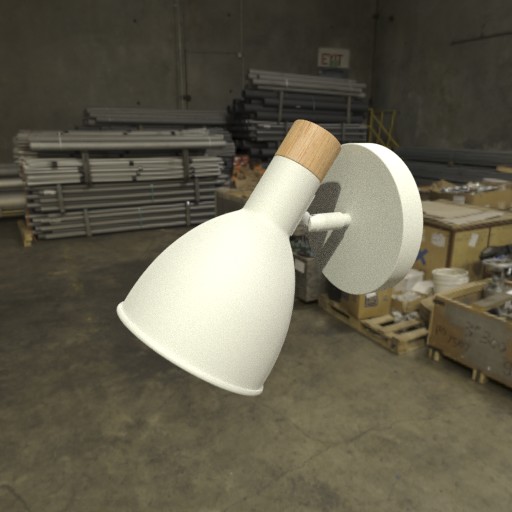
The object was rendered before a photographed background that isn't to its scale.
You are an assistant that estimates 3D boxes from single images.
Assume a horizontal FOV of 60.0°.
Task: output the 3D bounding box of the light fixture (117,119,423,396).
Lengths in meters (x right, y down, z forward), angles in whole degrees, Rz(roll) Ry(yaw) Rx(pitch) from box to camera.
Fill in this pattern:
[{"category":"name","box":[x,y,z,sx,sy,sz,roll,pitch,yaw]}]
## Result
[{"category":"light fixture","box":[0.000,0.000,0.337,0.209,0.199,0.127,-8,18,-26]}]
